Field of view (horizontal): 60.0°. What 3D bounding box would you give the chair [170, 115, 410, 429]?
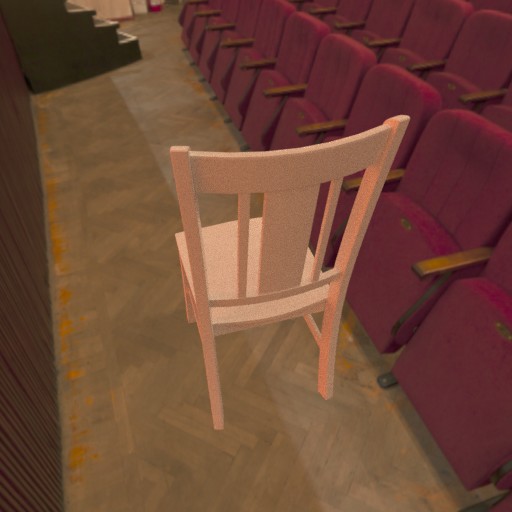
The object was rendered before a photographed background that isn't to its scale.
[{"bbox_3d":[0.000,0.000,1.288,0.450,0.998,0.555,-11,42,-13],"label":"chair"}]
